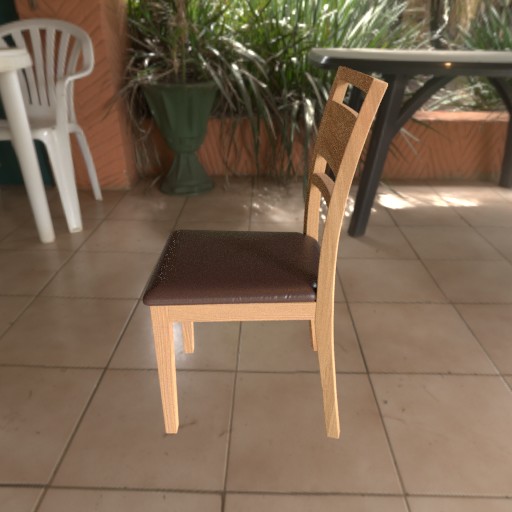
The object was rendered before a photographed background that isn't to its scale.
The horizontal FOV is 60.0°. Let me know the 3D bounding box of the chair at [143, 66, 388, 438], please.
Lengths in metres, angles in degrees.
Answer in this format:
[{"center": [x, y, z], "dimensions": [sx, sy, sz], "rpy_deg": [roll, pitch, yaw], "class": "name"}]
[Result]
[{"center": [0.000, 0.000, 1.221], "dimensions": [0.545, 0.940, 0.420], "rpy_deg": [0, 27, 0], "class": "chair"}]
